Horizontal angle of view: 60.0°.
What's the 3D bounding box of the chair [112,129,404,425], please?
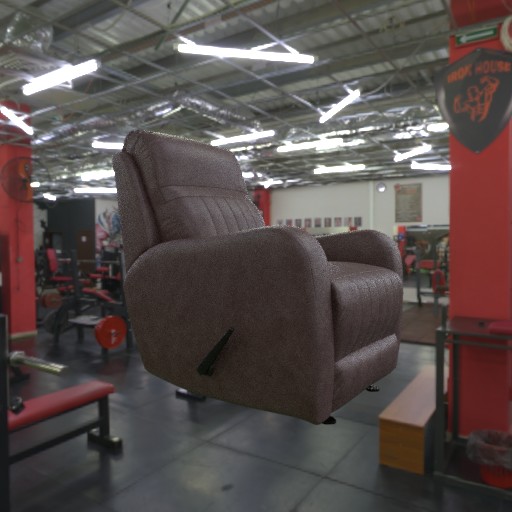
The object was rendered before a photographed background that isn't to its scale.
[{"bbox_3d":[0.000,0.000,1.843,1.067,1.067,0.865,1,2,36],"label":"chair"}]
